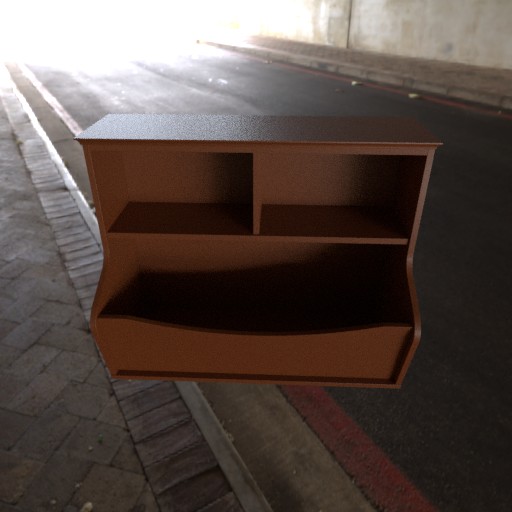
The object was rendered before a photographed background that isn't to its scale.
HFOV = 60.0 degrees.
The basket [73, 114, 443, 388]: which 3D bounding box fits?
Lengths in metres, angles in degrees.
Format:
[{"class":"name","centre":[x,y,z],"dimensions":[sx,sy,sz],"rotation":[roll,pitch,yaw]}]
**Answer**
[{"class":"basket","centre":[0.000,0.000,1.145],"dimensions":[0.792,0.625,0.376],"rotation":[1,30,2]}]
